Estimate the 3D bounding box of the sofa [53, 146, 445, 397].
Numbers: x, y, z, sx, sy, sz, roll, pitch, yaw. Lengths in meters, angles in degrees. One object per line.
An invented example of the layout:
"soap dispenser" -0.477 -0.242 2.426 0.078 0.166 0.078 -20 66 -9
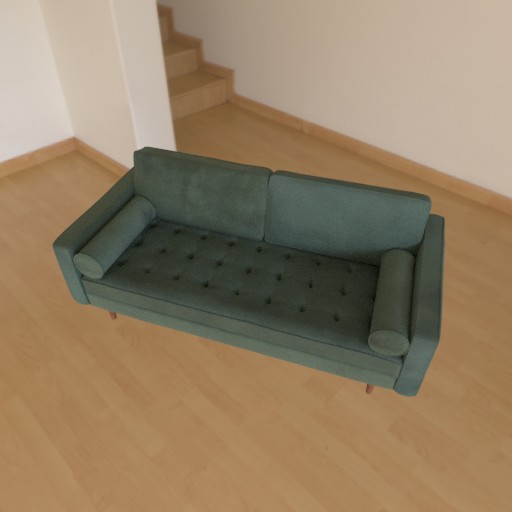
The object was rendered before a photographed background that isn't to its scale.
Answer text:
"sofa" 0.000 0.000 2.411 1.880 0.772 0.916 13 43 14
